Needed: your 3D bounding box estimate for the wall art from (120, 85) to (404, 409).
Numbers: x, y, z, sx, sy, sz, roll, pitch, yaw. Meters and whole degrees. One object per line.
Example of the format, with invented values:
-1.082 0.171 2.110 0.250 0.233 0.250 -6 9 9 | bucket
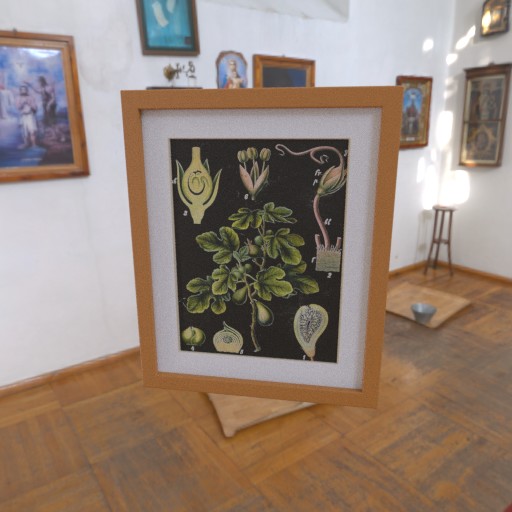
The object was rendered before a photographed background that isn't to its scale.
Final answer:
0.000 0.000 0.779 0.452 0.553 0.022 3 16 9 | wall art
